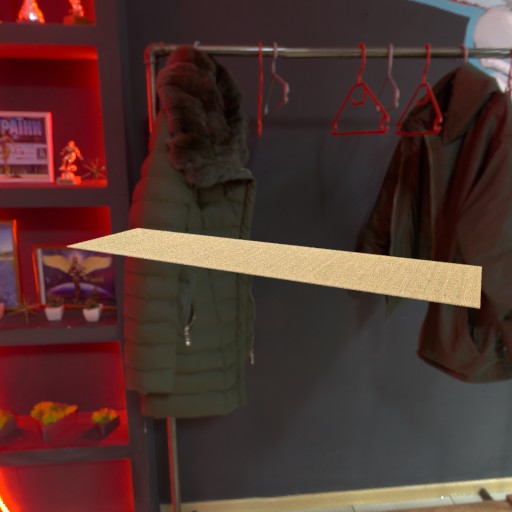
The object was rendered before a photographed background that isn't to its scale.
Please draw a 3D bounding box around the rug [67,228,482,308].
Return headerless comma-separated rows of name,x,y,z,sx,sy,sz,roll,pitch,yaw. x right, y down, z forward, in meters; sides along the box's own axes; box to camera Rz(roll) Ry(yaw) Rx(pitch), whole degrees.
rug,0.000,0.000,2.676,2.437,0.006,0.686,7,16,26
